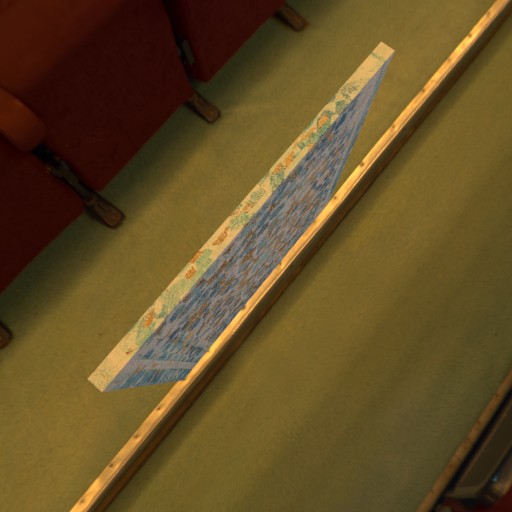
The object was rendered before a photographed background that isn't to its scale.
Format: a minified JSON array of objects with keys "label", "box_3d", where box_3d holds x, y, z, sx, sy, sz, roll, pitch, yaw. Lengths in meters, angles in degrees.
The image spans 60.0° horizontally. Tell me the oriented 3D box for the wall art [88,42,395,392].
[{"label":"wall art","box_3d":[0.000,0.000,1.321,0.040,0.916,0.916,38,79,9]}]
